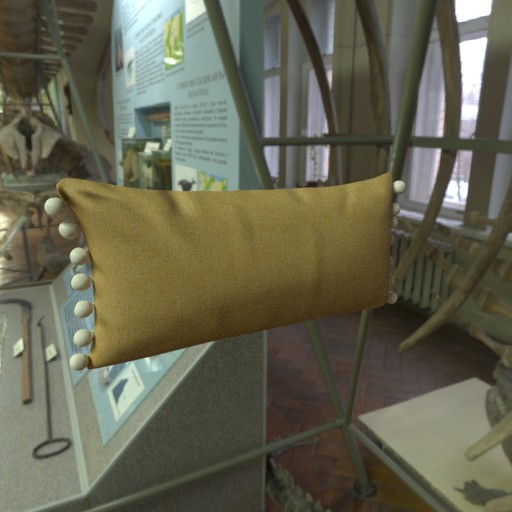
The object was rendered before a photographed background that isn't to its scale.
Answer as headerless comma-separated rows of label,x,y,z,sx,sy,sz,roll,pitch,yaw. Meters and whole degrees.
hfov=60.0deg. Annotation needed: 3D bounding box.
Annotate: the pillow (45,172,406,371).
pillow,0.000,0.000,0.848,0.709,0.322,0.201,-7,17,-25
